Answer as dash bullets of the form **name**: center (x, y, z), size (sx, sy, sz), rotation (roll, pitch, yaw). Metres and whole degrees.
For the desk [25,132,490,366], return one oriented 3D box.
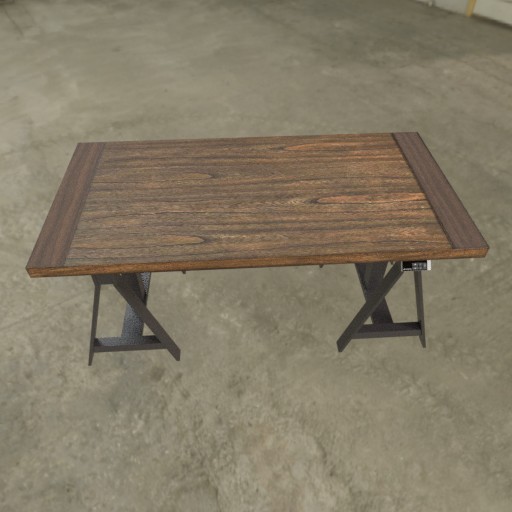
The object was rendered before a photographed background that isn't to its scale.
- **desk**: center (0.000, 0.000, 1.967), size (1.543, 0.725, 0.784), rotation (-3, 45, -2)
